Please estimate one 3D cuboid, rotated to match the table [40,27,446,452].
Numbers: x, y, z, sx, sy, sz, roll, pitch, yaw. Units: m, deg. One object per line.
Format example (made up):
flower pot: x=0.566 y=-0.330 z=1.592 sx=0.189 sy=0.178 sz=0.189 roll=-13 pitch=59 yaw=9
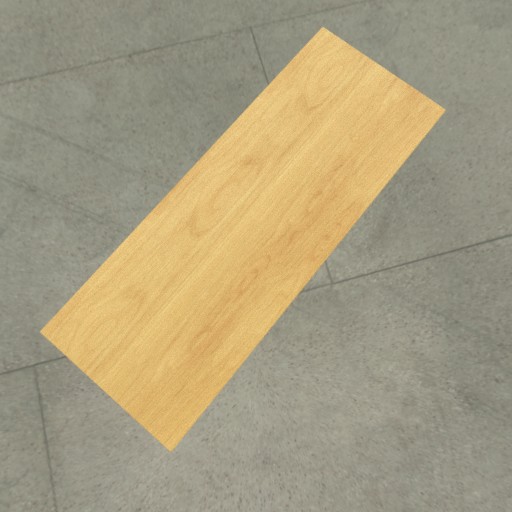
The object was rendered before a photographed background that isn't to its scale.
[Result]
table: x=0.000 y=0.000 z=1.263 sx=0.340 sy=0.728 sz=0.900 roll=39 pitch=79 yaw=9
